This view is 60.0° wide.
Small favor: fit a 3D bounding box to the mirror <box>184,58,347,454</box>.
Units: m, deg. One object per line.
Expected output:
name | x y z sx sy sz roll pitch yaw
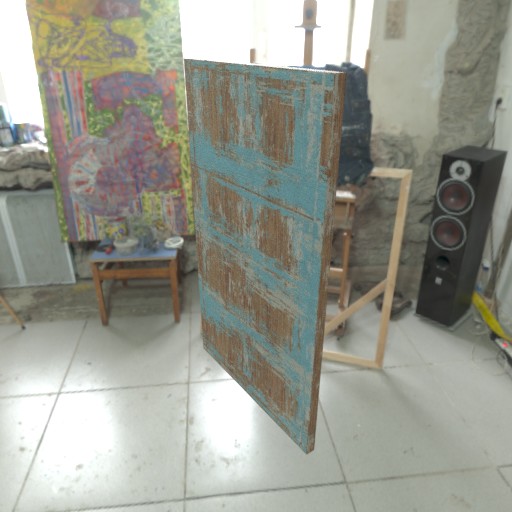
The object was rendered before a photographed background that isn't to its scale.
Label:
mirror | 0.000 0.000 1.521 0.083 1.213 0.707 -18 32 -32
